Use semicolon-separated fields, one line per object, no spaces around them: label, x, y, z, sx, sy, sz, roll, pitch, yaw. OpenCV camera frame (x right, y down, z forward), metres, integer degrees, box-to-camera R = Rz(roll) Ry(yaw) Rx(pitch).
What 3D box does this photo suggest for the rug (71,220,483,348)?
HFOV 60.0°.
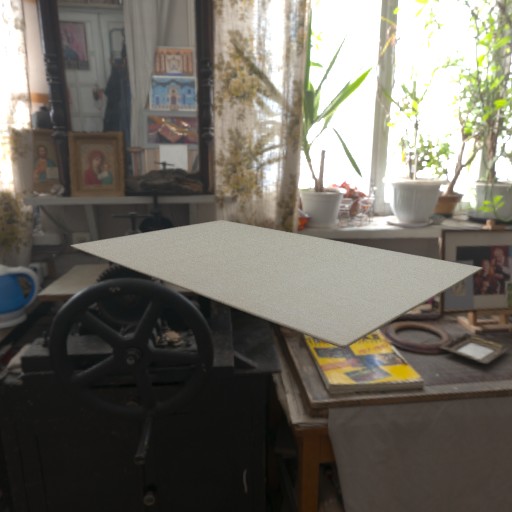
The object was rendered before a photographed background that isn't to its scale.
rug;0.000;0.000;3.037;2.441;0.014;1.531;14;20;43
